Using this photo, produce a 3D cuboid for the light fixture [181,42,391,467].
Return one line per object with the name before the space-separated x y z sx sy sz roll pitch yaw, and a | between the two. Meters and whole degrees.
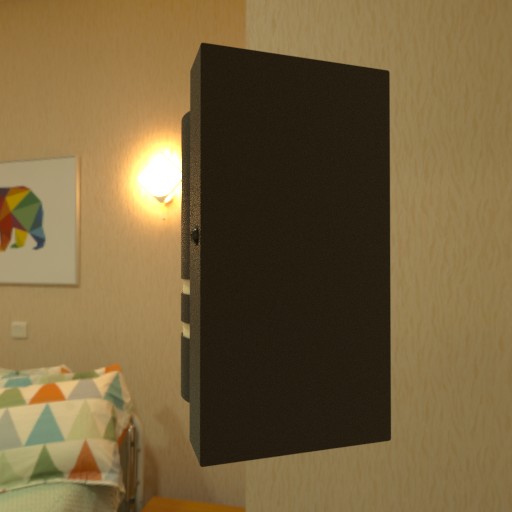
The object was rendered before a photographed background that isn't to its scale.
light fixture | 0.000 0.000 0.266 0.098 0.179 0.138 0 -1 -18
